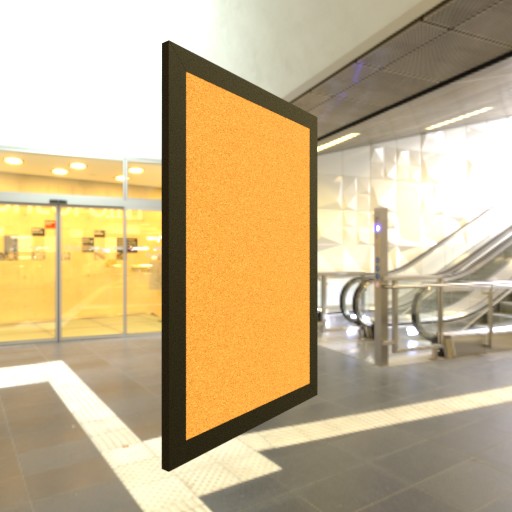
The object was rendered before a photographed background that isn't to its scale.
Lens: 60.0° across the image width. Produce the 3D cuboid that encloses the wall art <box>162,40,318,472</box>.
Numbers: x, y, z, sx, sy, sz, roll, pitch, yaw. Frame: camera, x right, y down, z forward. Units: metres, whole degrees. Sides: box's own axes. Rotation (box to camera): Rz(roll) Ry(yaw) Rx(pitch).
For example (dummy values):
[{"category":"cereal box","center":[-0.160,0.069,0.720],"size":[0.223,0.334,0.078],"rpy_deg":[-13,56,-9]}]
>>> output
[{"category":"wall art","center":[0.000,0.000,0.605],"size":[0.011,0.459,0.326],"rpy_deg":[0,0,37]}]
